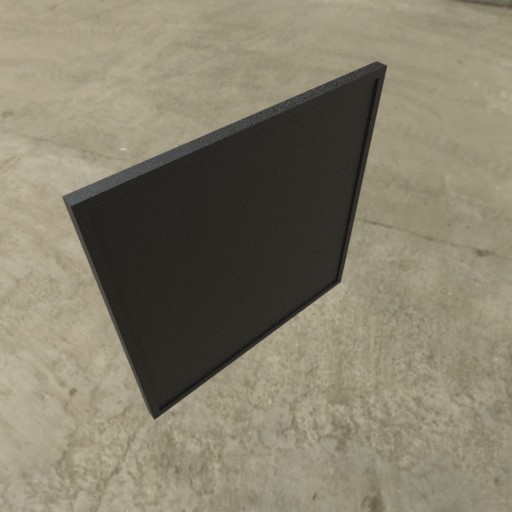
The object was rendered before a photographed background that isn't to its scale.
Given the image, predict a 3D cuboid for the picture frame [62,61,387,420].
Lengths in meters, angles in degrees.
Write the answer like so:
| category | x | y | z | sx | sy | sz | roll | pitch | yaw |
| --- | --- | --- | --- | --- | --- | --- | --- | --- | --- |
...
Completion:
| category | x | y | z | sx | sy | sz | roll | pitch | yaw |
| --- | --- | --- | --- | --- | --- | --- | --- | --- | --- |
| picture frame | 0.000 | 0.000 | 1.141 | 0.775 | 0.775 | 0.032 | -32 | 54 | -27 |
